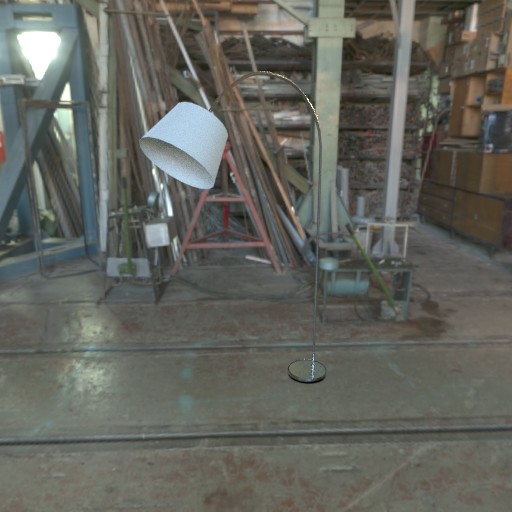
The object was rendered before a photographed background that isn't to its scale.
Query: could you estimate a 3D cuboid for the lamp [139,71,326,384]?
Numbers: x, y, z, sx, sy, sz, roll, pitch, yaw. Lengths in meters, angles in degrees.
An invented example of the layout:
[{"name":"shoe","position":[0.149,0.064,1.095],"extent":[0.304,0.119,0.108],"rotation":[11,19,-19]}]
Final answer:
[{"name":"lamp","position":[0.000,0.000,2.692],"extent":[0.406,2.098,1.445],"rotation":[14,21,40]}]
